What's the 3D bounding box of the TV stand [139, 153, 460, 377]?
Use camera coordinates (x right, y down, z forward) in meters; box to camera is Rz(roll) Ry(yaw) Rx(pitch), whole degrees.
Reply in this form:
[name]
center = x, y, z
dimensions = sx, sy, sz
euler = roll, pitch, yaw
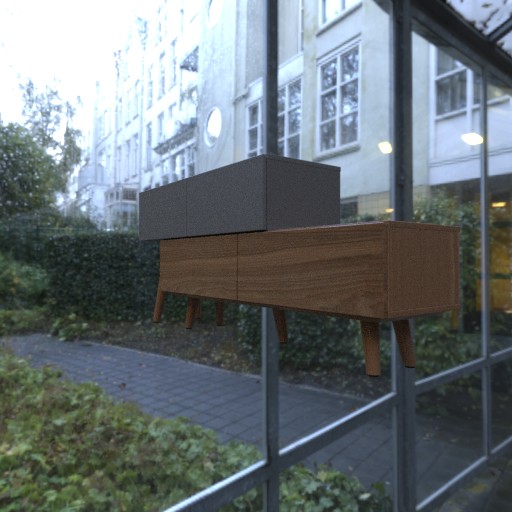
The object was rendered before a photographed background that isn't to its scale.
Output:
[TV stand]
center = 0.000, 0.000, 1.574
dimensions = 0.329, 0.591, 1.336
euler = 0, -1, -37
